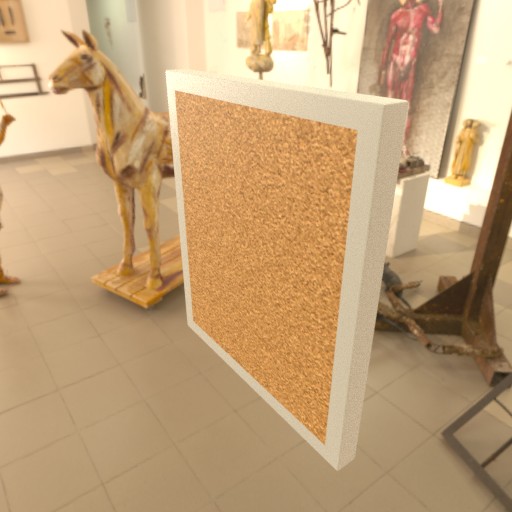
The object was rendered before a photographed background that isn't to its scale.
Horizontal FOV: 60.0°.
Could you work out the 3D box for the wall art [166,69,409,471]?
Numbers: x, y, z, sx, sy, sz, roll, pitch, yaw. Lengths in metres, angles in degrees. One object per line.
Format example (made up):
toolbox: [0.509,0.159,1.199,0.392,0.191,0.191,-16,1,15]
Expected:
wall art: [0.000,0.000,0.516,0.028,0.381,0.331,-19,33,-32]
